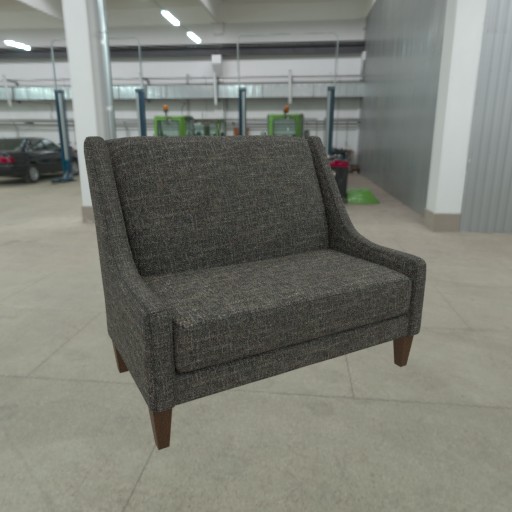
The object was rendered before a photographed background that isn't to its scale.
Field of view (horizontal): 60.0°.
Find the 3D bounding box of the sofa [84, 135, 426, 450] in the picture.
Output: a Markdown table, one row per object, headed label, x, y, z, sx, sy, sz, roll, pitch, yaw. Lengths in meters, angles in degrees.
| label | x | y | z | sx | sy | sz | roll | pitch | yaw |
| --- | --- | --- | --- | --- | --- | --- | --- | --- | --- |
| sofa | 0.000 | 0.000 | 1.946 | 1.242 | 1.021 | 0.870 | -8 | 18 | -28 |
